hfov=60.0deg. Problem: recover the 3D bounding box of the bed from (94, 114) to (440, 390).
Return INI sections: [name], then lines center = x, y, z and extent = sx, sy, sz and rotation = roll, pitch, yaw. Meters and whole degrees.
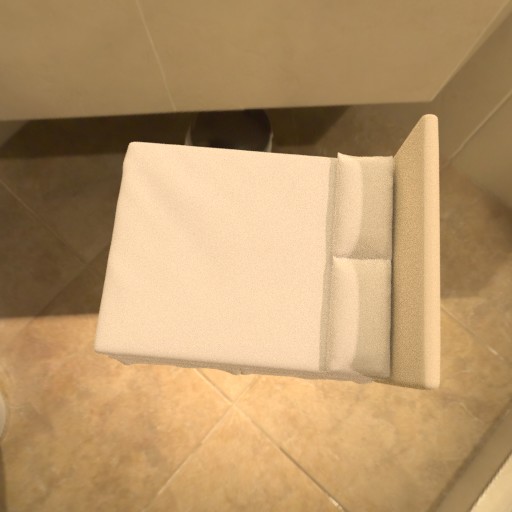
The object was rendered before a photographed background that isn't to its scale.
[bed]
center = 0.000, 0.000, 3.186
extent = 2.147, 1.330, 1.714
rotation = 5, 76, 1
